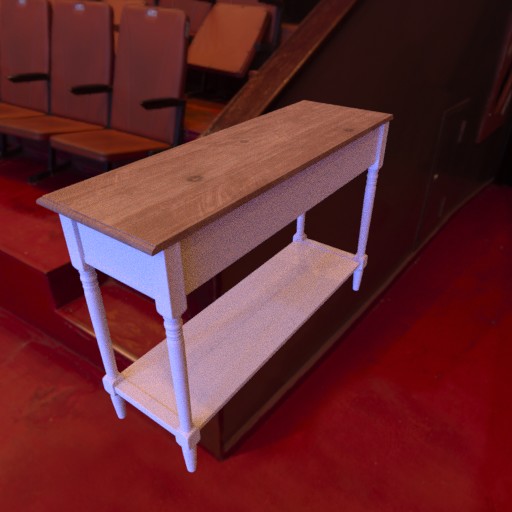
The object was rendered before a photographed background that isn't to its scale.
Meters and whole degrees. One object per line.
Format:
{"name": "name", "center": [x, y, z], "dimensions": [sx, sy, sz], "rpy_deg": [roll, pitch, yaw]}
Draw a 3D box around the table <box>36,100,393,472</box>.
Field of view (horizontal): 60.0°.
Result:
{"name": "table", "center": [0.000, 0.000, 1.573], "dimensions": [0.399, 0.800, 1.219], "rpy_deg": [21, 38, 30]}
